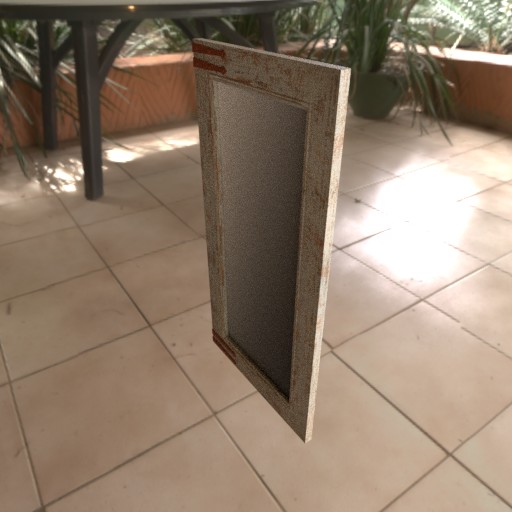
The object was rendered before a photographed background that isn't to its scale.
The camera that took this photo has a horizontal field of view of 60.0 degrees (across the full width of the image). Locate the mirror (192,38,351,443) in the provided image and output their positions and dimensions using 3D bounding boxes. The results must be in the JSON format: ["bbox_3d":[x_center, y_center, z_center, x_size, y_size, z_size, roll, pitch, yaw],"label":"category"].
[{"bbox_3d":[0.000,0.000,1.088,0.027,0.922,0.472,-21,38,-29],"label":"mirror"}]
